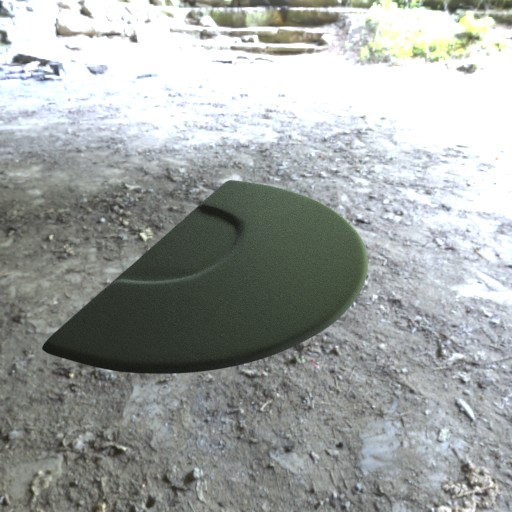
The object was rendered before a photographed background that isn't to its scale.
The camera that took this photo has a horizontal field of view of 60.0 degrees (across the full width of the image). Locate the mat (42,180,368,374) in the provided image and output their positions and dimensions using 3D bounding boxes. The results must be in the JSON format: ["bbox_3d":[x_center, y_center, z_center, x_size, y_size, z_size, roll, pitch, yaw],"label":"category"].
[{"bbox_3d":[0.000,0.000,1.866,0.917,0.022,1.525,11,33,17],"label":"mat"}]
